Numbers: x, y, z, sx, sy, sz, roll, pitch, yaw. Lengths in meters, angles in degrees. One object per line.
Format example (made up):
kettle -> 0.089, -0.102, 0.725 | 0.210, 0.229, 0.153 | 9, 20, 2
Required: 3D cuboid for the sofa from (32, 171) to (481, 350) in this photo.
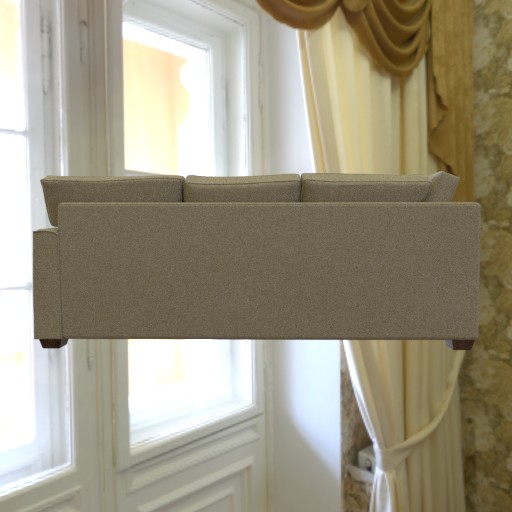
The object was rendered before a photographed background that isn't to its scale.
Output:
sofa -> 0.000, 0.000, 2.789 | 2.323, 0.948, 1.053 | 0, 2, 1
